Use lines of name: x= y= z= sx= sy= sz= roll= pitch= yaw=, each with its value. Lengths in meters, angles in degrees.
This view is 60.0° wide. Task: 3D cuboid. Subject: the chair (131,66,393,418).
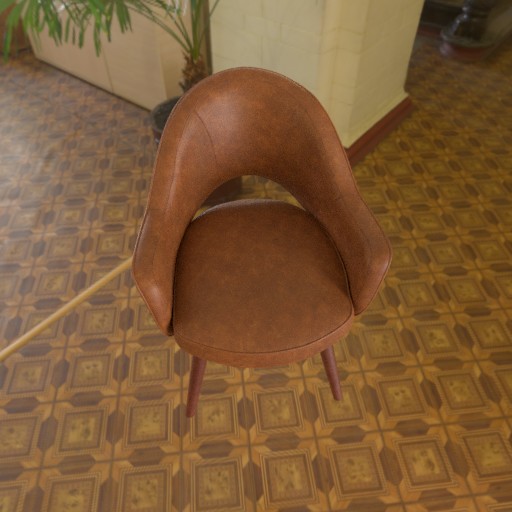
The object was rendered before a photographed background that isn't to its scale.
chair: x=0.000 y=0.000 z=1.227 sx=0.591 sy=0.777 sz=0.640 roll=-5 pitch=47 yaw=-5
